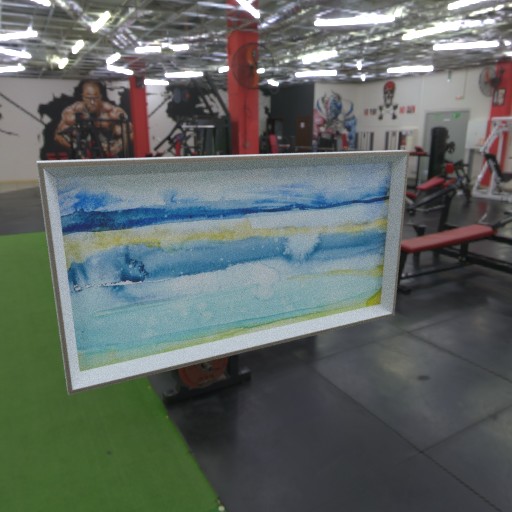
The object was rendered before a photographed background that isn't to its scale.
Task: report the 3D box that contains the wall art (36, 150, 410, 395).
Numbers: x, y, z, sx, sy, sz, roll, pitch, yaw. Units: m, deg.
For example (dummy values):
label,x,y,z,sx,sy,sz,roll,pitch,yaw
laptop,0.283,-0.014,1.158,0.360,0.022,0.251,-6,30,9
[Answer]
label,x,y,z,sx,sy,sz,roll,pitch,yaw
wall art,0.000,0.000,0.968,0.812,0.431,0.038,-8,18,-26
